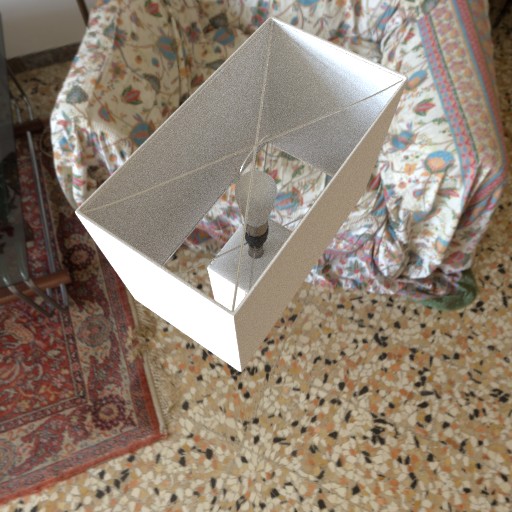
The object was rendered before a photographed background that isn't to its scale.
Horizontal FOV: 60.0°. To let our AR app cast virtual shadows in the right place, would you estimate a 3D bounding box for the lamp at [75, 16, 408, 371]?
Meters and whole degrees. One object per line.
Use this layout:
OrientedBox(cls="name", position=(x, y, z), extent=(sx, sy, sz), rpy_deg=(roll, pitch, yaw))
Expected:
OrientedBox(cls="lamp", position=(0.000, 0.000, 0.692), extent=(0.182, 0.543, 0.334), rpy_deg=(31, 68, 14))
